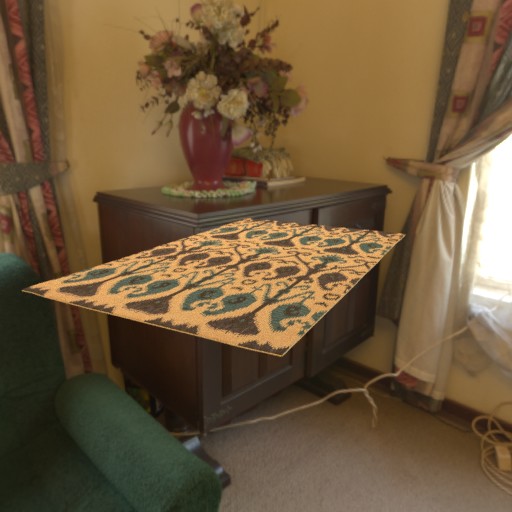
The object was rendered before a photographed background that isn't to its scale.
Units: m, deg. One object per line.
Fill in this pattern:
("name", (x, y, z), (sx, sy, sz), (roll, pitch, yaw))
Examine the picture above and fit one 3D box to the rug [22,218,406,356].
("rug", (0.000, 0.000, 2.117), (1.072, 0.013, 1.698), (8, 17, 27))
